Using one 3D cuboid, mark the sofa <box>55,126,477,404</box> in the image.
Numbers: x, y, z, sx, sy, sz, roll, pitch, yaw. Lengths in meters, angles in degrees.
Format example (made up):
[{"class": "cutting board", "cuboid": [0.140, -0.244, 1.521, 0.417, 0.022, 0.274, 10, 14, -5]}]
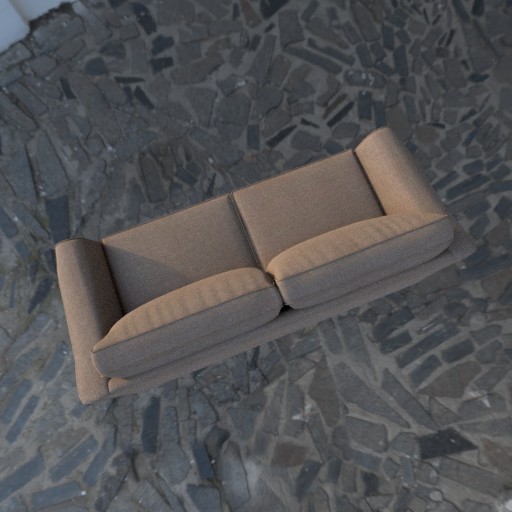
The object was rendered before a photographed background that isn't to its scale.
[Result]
[{"class": "sofa", "cuboid": [0.000, 0.000, 2.723, 2.270, 0.906, 0.986, -21, 76, -5]}]
